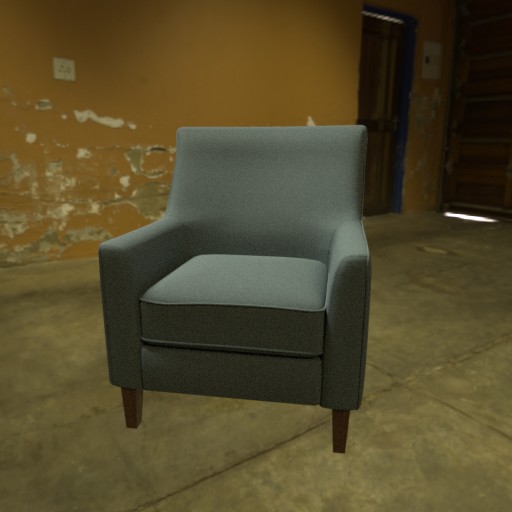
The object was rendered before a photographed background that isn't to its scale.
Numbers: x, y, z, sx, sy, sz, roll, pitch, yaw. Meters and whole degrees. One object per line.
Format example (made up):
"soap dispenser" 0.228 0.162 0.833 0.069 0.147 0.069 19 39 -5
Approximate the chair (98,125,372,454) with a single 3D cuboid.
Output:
"chair" 0.000 0.000 1.571 0.756 0.916 0.879 2 13 10
